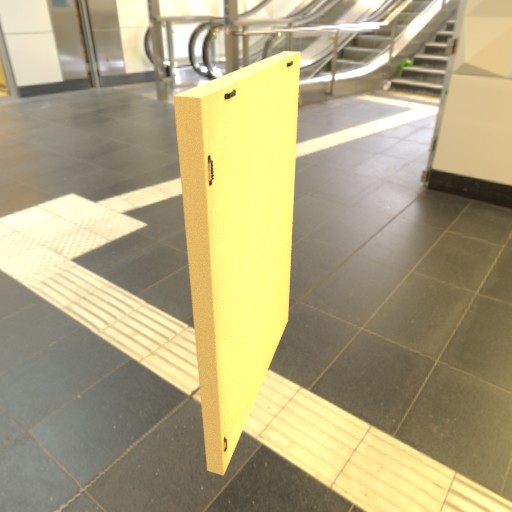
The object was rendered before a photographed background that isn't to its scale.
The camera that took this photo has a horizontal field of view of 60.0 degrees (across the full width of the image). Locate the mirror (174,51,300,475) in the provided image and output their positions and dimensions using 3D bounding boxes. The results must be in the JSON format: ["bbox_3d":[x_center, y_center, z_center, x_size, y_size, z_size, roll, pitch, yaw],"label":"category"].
[{"bbox_3d":[0.000,0.000,0.901,0.040,0.710,0.507,9,32,15],"label":"mirror"}]
